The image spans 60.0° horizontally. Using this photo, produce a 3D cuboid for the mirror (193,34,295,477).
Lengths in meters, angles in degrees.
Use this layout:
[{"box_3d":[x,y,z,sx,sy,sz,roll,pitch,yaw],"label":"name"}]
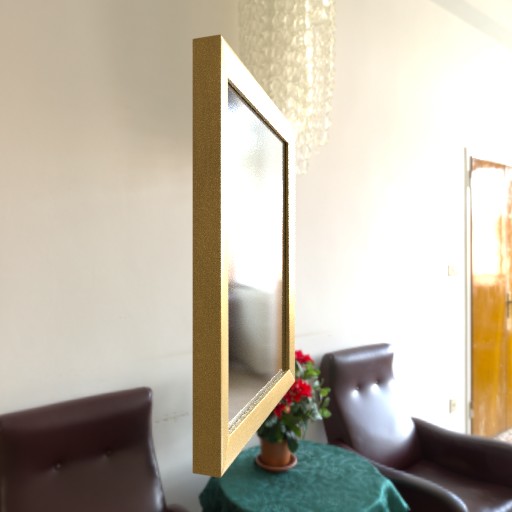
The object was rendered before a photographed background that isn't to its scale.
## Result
[{"box_3d":[0.000,0.000,0.707,0.041,0.508,0.405,0,0,17],"label":"mirror"}]
